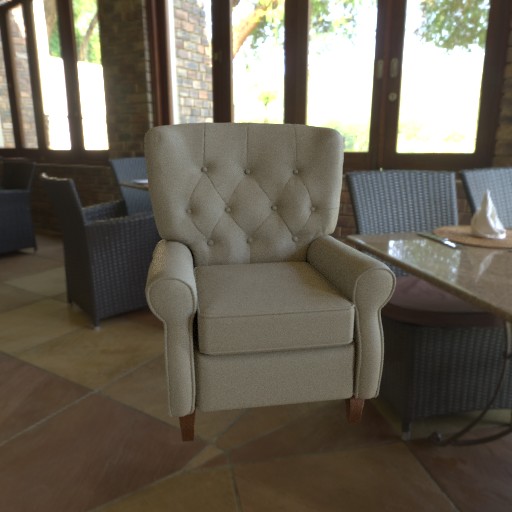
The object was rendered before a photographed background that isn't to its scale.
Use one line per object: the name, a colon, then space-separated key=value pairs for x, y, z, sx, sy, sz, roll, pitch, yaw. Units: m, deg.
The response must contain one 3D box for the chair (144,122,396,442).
chair: x=0.000 y=0.000 z=1.944 sx=0.943 sy=1.158 sz=1.059 roll=-2 pitch=14 yaw=-9
